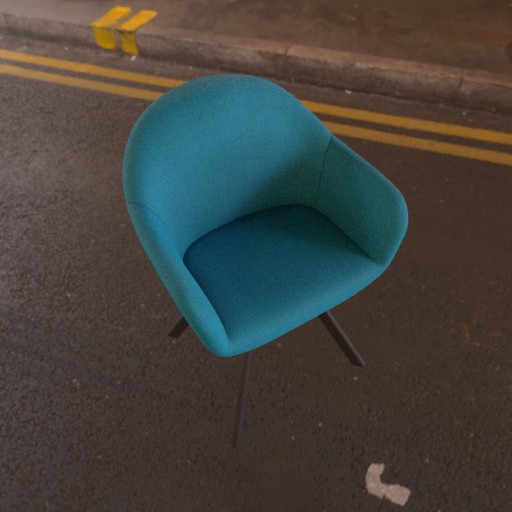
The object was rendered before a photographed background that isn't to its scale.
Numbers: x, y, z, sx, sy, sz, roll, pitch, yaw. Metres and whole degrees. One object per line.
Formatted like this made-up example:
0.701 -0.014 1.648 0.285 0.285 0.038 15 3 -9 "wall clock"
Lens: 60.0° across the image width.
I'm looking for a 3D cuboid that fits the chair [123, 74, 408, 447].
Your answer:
0.000 0.000 1.197 0.590 0.795 0.550 -24 51 -22 "chair"
